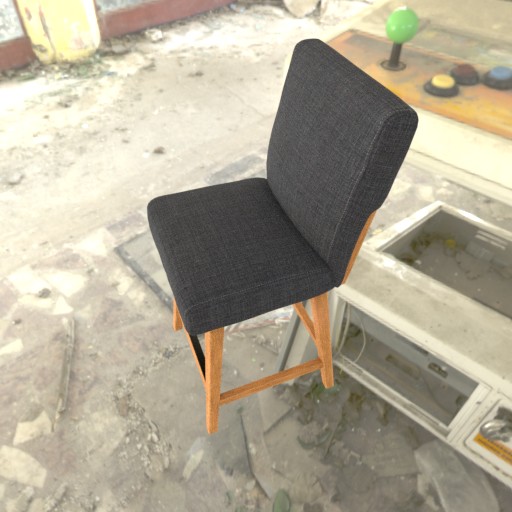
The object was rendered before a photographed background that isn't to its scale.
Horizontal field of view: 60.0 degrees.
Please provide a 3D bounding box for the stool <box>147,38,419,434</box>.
[{"bbox_3d":[0.000,0.000,1.275,0.526,1.010,0.459,-16,48,-15],"label":"stool"}]
